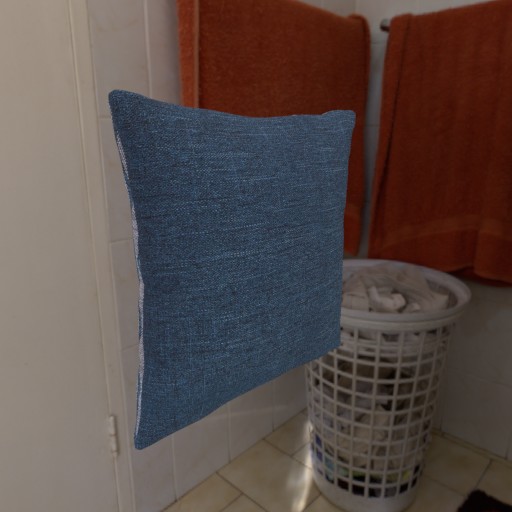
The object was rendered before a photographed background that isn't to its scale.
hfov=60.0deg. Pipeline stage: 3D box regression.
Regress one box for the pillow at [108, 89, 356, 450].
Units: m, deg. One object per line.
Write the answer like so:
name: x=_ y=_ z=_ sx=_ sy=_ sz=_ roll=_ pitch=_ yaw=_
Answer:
pillow: x=0.000 y=0.000 z=0.656 sx=0.435 sy=0.435 sz=0.159 roll=-15 pitch=21 yaw=-43
